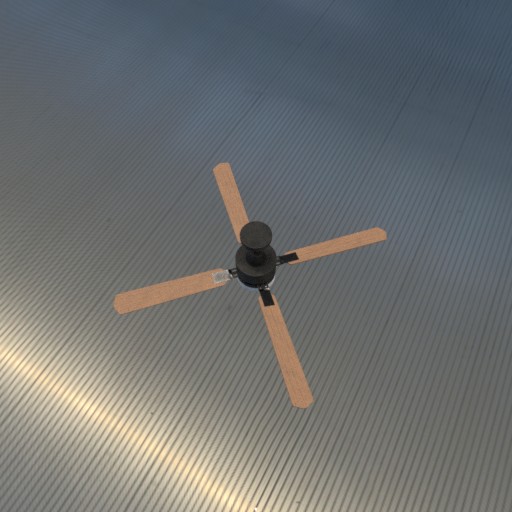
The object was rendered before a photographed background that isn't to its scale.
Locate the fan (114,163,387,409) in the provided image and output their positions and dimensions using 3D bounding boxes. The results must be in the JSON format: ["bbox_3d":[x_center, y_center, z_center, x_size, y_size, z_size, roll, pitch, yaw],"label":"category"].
[{"bbox_3d":[0.000,0.000,1.970,1.320,0.355,1.320,-15,61,-8],"label":"fan"}]
